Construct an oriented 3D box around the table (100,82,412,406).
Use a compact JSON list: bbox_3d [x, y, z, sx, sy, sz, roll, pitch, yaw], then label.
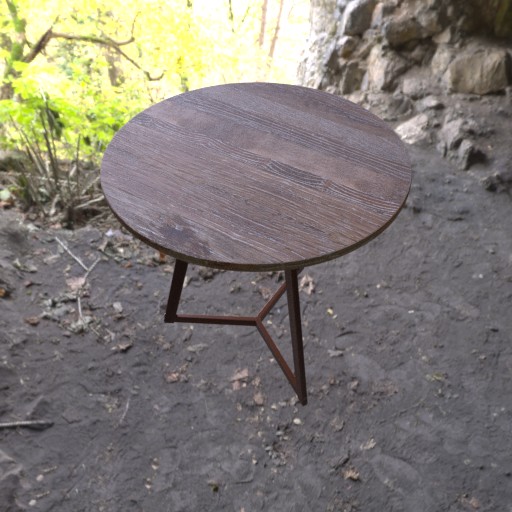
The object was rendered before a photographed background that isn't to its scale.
[{"bbox_3d":[0.000,0.000,0.910,0.500,0.500,0.500,0,47,0],"label":"table"}]
